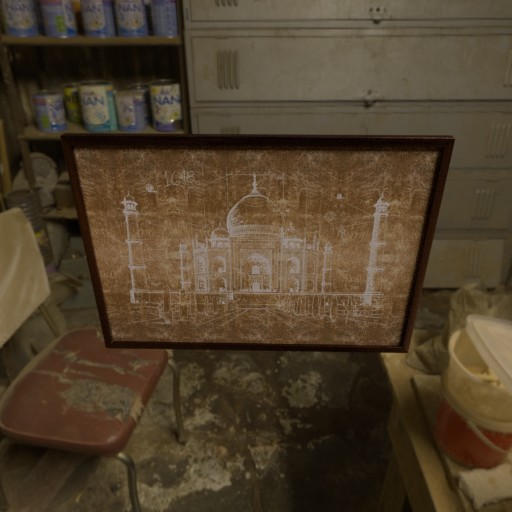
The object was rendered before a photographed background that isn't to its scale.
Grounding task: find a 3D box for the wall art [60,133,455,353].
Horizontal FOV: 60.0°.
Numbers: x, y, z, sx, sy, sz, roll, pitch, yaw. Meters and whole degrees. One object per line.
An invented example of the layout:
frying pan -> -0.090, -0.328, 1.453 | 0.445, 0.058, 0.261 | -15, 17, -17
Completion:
wall art -> 0.000, 0.000, 0.562 | 0.431, 0.304, 0.012 | 1, 29, 1
